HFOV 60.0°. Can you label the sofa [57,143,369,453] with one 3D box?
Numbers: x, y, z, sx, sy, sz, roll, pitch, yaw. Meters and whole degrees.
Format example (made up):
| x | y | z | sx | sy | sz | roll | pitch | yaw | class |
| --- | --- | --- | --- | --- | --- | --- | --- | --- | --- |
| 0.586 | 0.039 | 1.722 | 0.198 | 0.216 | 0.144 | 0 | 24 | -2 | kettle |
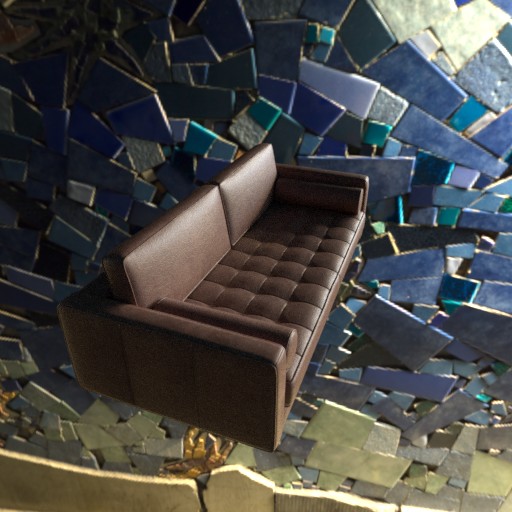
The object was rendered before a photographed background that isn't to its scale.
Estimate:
| x | y | z | sx | sy | sz | roll | pitch | yaw | class |
| --- | --- | --- | --- | --- | --- | --- | --- | --- | --- |
| 0.000 | 0.000 | 2.352 | 0.910 | 0.760 | 1.870 | 11 | 32 | 18 | sofa |
